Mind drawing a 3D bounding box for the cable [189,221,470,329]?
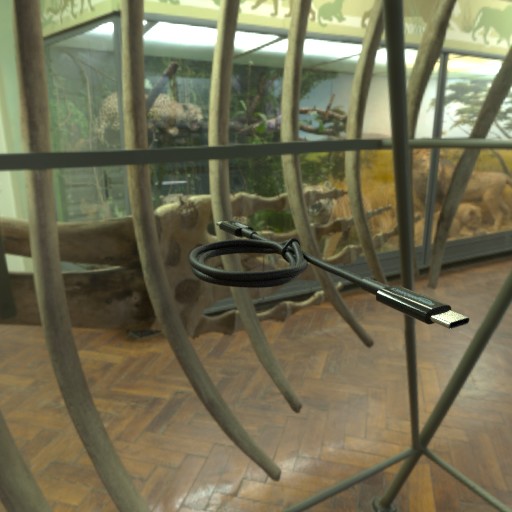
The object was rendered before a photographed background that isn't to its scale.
[{"bbox_3d":[0.000,0.000,0.230,0.070,0.014,0.203,-8,18,-28],"label":"cable"}]
